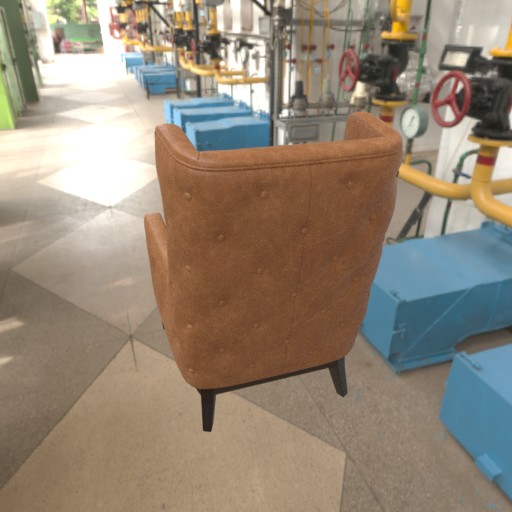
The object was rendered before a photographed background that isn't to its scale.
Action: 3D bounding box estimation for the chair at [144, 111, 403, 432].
[{"bbox_3d":[0.000,0.000,1.702,0.766,1.079,0.899,-9,29,-16],"label":"chair"}]
